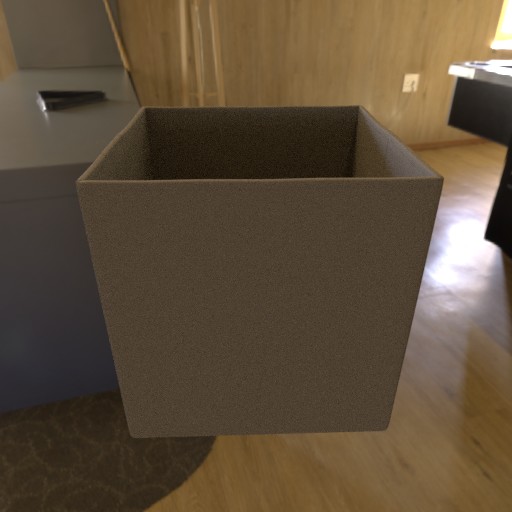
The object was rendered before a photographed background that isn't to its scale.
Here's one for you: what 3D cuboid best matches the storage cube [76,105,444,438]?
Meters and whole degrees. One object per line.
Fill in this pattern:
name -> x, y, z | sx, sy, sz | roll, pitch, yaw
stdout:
storage cube -> 0.000, 0.000, 0.501 | 0.270, 0.280, 0.270 | -1, 30, -2
